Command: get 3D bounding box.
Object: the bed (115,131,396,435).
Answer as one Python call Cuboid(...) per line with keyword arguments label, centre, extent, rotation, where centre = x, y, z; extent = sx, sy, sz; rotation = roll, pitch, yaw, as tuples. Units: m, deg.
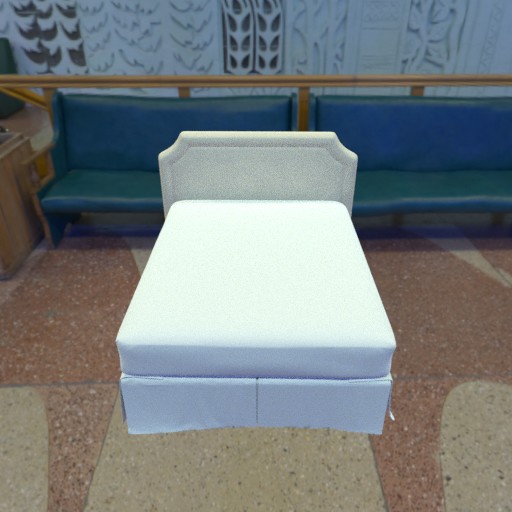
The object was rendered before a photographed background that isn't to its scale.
Cuboid(label="bed", centre=(0.000, 0.000, 3.367), extent=(1.827, 1.296, 2.209), rotation=(0, 31, 1))
